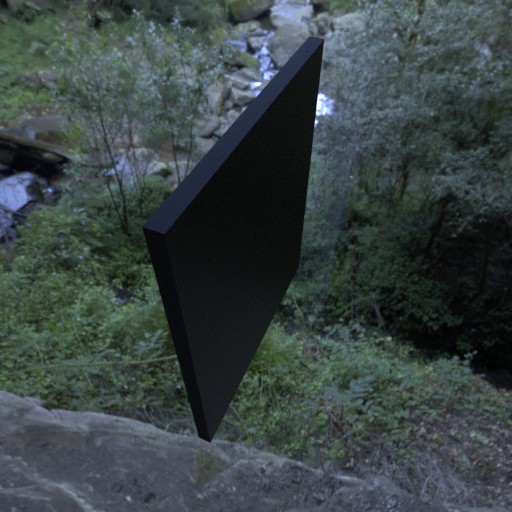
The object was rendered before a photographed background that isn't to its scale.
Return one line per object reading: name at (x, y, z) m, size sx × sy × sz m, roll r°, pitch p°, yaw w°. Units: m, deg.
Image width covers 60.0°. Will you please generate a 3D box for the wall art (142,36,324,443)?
wall art at (0.000, 0.000, 0.695) m, size 0.023 × 0.505 × 0.428 m, roll 19°, pitch 51°, yaw 16°
